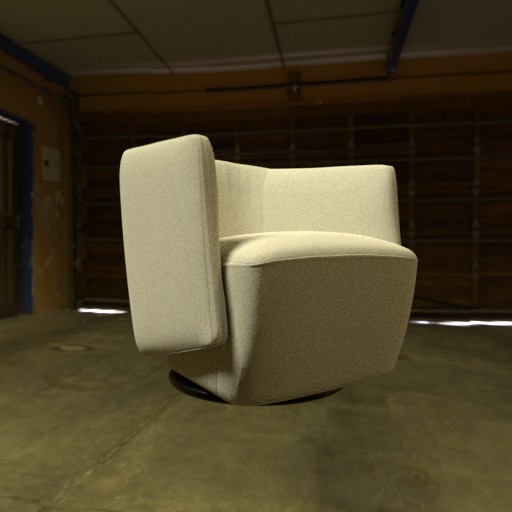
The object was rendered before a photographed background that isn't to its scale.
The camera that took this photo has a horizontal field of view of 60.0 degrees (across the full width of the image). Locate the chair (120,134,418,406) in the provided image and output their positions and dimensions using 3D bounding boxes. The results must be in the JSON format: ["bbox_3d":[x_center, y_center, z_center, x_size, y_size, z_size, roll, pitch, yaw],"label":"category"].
[{"bbox_3d":[0.000,0.000,1.600,0.822,0.861,0.986,-1,1,-34],"label":"chair"}]
